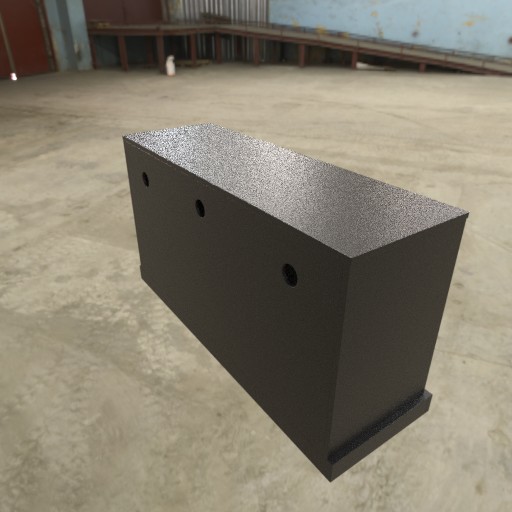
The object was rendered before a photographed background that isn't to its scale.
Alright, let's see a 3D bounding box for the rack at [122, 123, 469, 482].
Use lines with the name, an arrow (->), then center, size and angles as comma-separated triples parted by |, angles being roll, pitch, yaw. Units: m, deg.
rack -> 0.000, 0.000, 1.494 | 0.399, 0.635, 1.206 | -19, 34, -31
